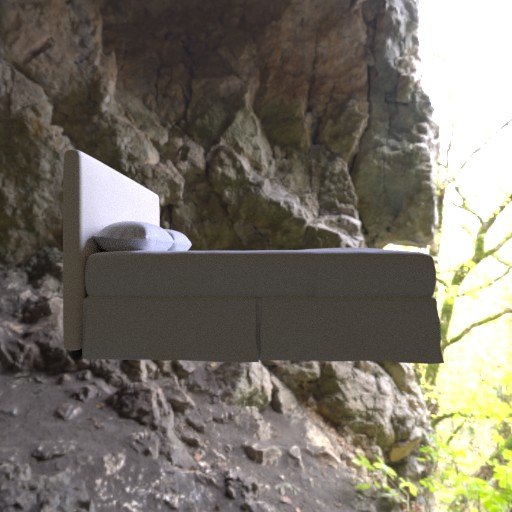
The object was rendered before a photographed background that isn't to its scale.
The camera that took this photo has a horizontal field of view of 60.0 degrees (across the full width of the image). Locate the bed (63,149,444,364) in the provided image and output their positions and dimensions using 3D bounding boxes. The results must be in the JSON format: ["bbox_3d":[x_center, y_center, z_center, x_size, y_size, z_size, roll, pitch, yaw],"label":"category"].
[{"bbox_3d":[0.000,0.000,3.664,2.341,1.317,2.119,0,0,1],"label":"bed"}]
